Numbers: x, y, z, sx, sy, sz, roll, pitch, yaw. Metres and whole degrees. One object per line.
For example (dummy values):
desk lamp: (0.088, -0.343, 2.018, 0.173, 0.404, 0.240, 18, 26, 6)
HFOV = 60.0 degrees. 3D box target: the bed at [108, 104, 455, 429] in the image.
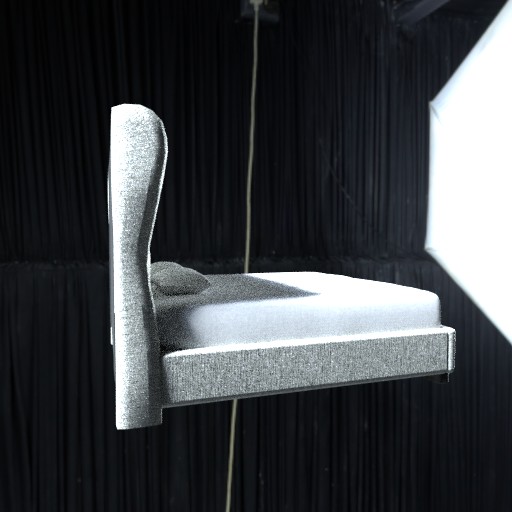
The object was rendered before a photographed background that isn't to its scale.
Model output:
bed: (0.000, 0.000, 3.757, 2.347, 1.771, 2.219, -1, 3, -19)
